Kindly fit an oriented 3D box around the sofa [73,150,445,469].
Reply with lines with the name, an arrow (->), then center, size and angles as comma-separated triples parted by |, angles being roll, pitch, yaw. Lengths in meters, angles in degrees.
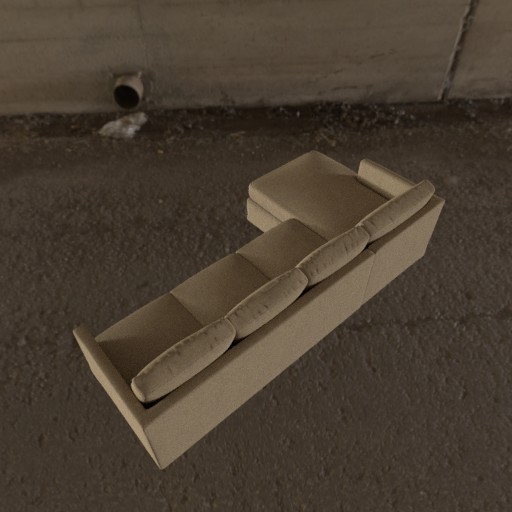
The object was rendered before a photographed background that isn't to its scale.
sofa -> 0.000, 0.000, 3.911 | 3.198, 0.920, 1.638 | -32, 54, -27
